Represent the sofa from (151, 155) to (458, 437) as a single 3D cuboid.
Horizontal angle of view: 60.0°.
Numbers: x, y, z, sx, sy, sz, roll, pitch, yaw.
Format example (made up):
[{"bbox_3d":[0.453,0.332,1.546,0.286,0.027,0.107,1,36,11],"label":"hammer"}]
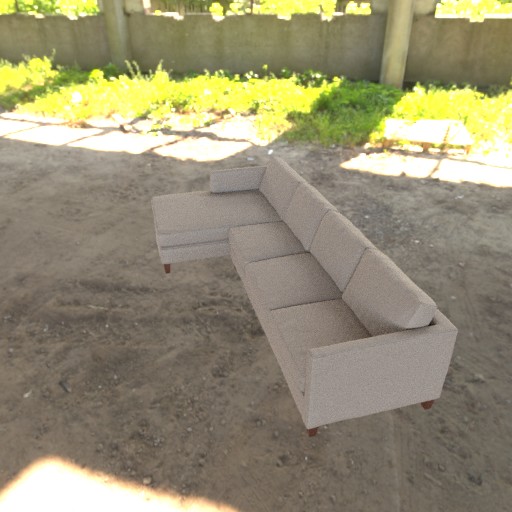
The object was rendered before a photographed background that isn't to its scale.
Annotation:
[{"bbox_3d":[0.000,0.000,3.868,1.625,0.846,3.186,-8,31,-13],"label":"sofa"}]
